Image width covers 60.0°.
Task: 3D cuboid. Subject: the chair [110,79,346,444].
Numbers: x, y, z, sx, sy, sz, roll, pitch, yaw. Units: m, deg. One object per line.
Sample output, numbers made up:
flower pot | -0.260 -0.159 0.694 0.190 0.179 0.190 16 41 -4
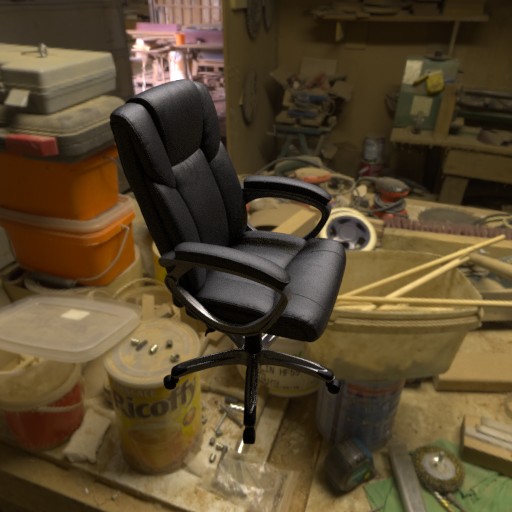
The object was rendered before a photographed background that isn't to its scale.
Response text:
chair | 0.000 0.000 1.586 0.719 1.130 0.721 11 33 18
